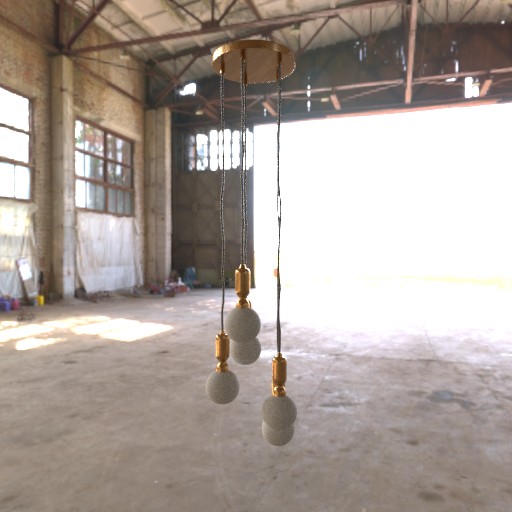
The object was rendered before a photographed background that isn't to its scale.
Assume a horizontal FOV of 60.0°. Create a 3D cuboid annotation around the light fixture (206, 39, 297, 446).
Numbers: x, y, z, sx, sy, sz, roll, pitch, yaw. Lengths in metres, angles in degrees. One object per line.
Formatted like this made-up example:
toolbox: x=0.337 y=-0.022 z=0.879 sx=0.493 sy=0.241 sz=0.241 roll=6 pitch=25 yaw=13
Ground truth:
light fixture: x=0.000 y=0.000 z=0.513 sx=0.105 sy=0.457 sz=0.108 roll=0 pitch=0 yaw=37
